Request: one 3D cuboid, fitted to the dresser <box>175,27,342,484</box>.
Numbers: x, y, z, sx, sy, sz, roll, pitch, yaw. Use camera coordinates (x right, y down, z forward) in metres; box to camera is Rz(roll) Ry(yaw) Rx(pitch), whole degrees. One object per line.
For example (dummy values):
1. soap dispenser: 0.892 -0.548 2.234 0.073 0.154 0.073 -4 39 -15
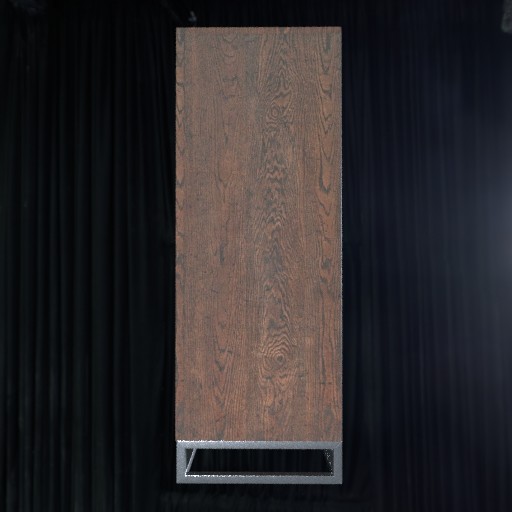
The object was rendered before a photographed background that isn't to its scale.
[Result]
1. dresser: 0.000 0.000 1.764 0.508 1.321 0.965 0 -1 1
